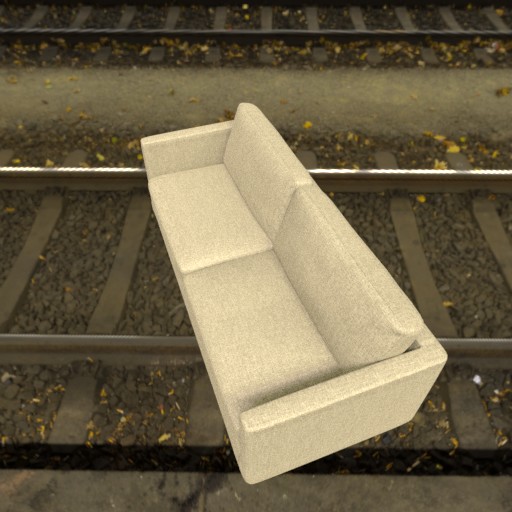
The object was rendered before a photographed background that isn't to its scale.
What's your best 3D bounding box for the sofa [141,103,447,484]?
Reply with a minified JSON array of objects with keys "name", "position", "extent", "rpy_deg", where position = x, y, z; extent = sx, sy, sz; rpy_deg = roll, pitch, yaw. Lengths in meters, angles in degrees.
[{"name":"sofa","position":[0.000,0.000,2.659],"extent":[0.956,0.960,2.208],"rpy_deg":[-15,48,-14]}]
